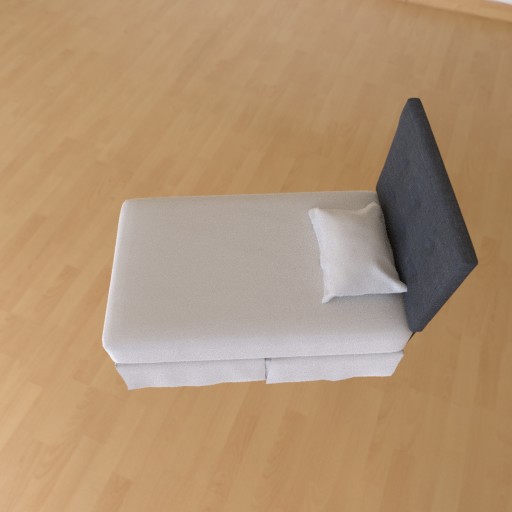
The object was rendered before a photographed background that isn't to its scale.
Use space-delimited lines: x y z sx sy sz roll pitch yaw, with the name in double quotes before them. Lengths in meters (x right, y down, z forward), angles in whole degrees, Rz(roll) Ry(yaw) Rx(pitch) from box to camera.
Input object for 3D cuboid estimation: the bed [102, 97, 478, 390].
"bed" 0.000 0.000 2.923 1.997 1.571 1.261 -2 58 -1
